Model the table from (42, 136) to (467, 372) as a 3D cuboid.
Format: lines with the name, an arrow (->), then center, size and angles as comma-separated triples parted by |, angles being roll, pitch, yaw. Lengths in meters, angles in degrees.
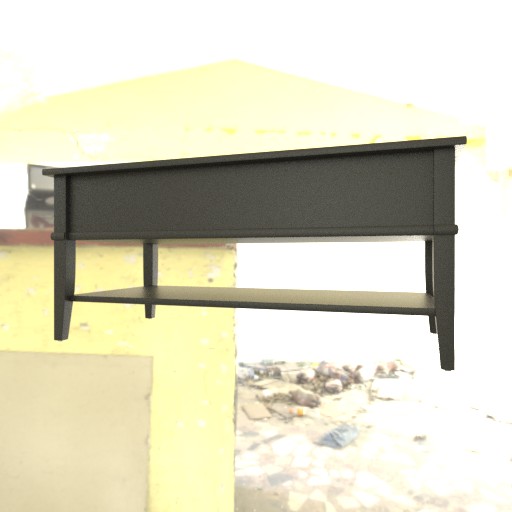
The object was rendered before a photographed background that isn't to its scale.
table -> 0.000, 0.000, 1.277 | 1.044, 0.470, 0.523 | 0, 0, 19
